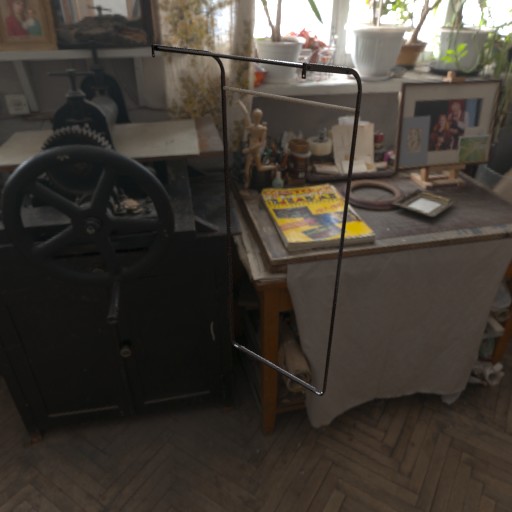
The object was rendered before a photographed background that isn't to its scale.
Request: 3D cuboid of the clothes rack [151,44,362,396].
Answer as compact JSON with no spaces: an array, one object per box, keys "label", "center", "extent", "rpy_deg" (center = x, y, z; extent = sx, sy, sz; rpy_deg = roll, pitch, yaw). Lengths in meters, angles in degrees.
[{"label":"clothes rack","center":[0.000,0.000,1.826],"extent":[0.609,1.574,0.349],"rpy_deg":[23,39,32]}]
